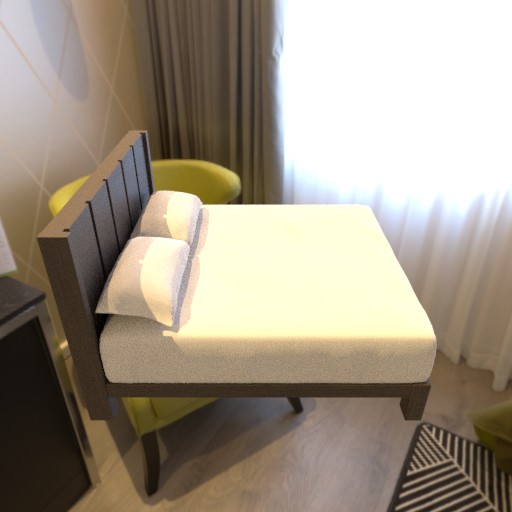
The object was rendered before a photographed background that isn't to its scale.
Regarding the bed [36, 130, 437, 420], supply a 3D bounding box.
[{"bbox_3d":[0.000,0.000,3.077,1.992,1.261,1.735,0,31,0],"label":"bed"}]
